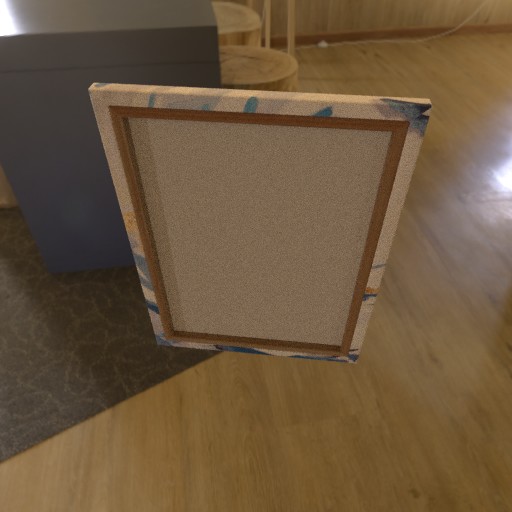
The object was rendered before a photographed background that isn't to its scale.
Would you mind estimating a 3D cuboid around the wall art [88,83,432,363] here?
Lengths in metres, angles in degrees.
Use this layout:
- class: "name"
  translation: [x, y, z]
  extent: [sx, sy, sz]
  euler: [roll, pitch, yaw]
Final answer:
- class: "wall art"
  translation: [0.000, 0.000, 1.341]
  extent: [0.761, 1.015, 0.038]
  euler: [4, 45, 4]
